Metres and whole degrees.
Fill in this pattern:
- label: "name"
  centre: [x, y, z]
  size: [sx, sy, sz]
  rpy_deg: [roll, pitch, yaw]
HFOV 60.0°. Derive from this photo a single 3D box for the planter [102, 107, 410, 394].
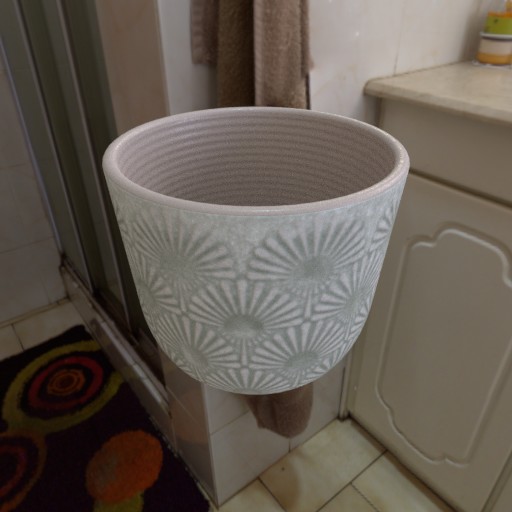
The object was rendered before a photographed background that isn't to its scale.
- label: "planter"
  centre: [0.000, 0.000, 0.294]
  size: [0.170, 0.152, 0.170]
  rpy_deg: [0, 33, 0]
